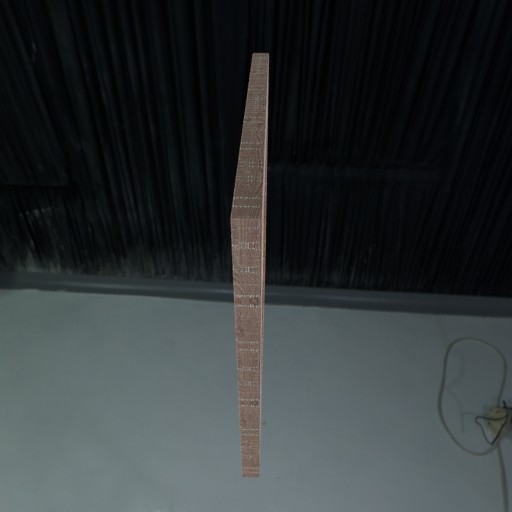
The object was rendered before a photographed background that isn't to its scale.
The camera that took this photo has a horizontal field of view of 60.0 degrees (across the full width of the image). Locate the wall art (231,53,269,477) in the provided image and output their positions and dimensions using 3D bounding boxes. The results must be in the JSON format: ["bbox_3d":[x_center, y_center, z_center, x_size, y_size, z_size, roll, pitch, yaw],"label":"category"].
[{"bbox_3d":[0.000,0.000,0.782,0.029,0.531,0.531,1,40,1],"label":"wall art"}]
